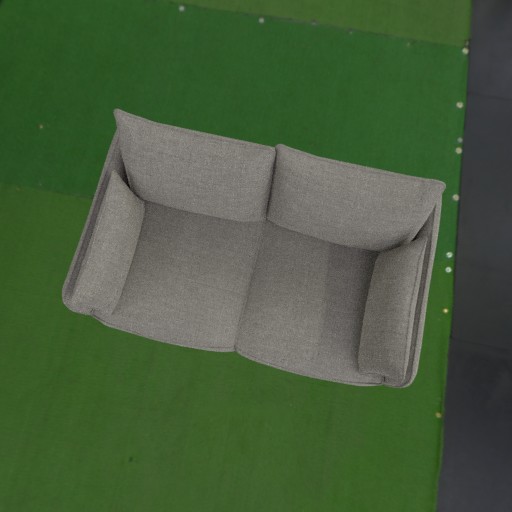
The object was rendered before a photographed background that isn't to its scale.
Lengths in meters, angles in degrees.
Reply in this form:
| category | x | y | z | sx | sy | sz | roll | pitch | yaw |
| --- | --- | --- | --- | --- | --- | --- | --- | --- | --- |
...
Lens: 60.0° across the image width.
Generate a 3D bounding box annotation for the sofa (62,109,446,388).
| category | x | y | z | sx | sy | sz | roll | pitch | yaw |
| --- | --- | --- | --- | --- | --- | --- | --- | --- | --- |
| sofa | 0.000 | 0.000 | 2.106 | 1.580 | 0.851 | 0.972 | 13 | 76 | 3 |
